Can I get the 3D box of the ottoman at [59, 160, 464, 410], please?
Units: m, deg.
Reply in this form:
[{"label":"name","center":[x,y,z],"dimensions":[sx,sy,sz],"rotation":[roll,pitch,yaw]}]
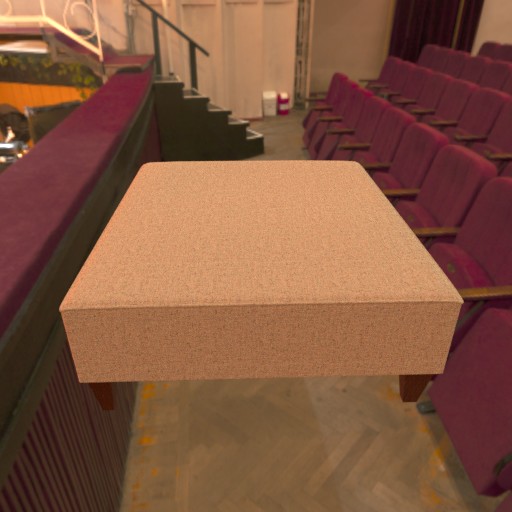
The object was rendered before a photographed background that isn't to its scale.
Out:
[{"label":"ottoman","center":[0.000,0.000,1.226],"dimensions":[0.736,0.303,0.835],"rotation":[-1,30,-2]}]
